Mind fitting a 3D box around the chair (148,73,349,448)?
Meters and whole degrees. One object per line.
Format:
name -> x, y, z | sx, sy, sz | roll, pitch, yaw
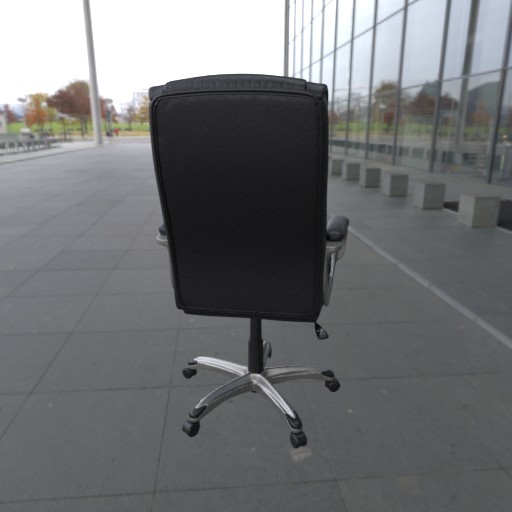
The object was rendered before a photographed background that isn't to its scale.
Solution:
chair -> 0.000, 0.000, 1.598 | 0.663, 1.155, 0.739 | 3, 16, 9
